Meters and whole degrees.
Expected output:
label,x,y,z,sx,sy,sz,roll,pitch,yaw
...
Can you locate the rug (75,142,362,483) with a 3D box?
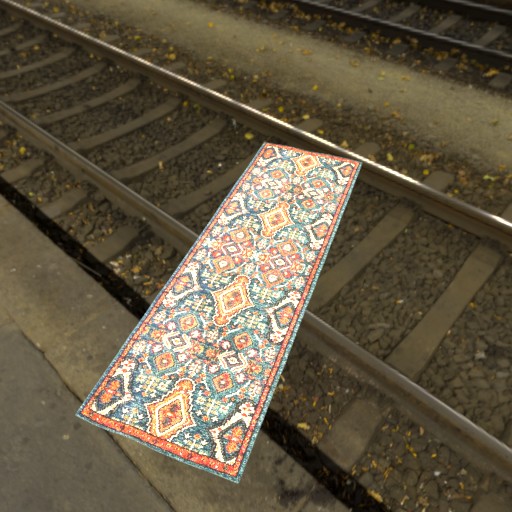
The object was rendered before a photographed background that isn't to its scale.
label,x,y,z,sx,sy,sz,roll,pitch,yaw
rug,0.000,0.000,2.684,0.801,0.010,2.459,16,48,15
